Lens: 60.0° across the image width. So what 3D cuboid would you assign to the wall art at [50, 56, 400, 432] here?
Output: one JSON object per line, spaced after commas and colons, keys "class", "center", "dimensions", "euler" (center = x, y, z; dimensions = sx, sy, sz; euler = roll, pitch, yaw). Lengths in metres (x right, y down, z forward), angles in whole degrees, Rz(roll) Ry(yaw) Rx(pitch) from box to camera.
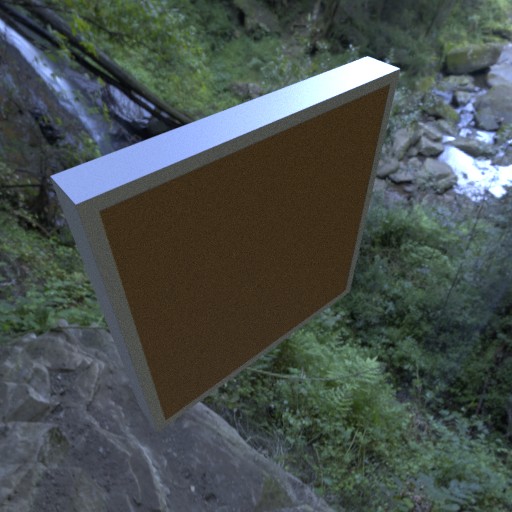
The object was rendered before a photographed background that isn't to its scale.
{"class": "wall art", "center": [0.000, 0.000, 0.443], "dimensions": [0.305, 0.305, 0.038], "euler": [-31, 52, -27]}
